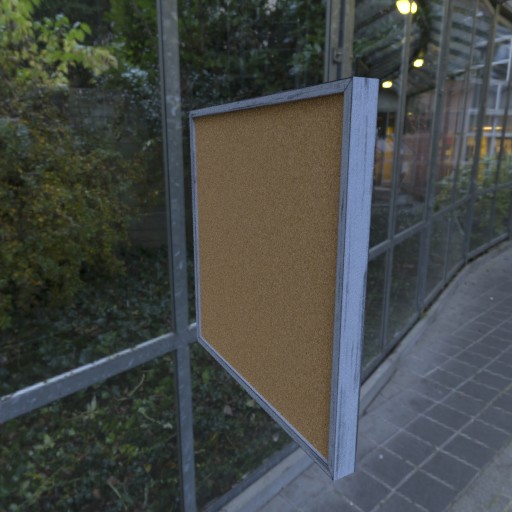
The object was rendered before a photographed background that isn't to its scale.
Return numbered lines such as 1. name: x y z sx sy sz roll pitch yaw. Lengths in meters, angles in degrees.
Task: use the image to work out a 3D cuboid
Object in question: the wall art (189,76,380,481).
1. wall art: 0.000 0.000 0.756 0.038 0.506 0.506 -7 15 -27
